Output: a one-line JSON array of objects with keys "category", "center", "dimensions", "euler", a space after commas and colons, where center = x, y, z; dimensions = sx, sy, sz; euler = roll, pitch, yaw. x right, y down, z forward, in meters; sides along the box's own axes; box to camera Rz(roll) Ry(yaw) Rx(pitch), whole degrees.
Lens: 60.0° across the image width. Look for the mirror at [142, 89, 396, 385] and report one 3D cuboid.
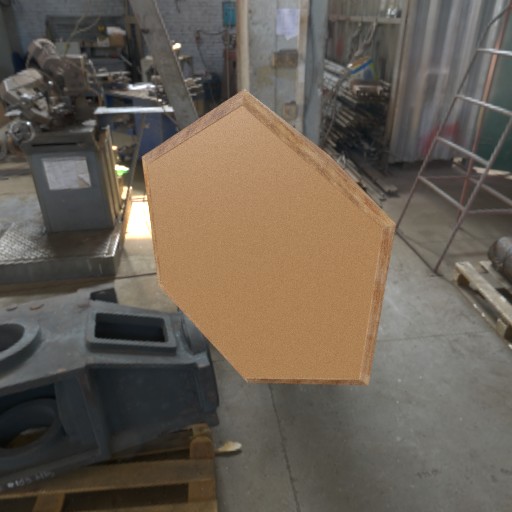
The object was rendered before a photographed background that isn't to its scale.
[{"category": "mirror", "center": [0.000, 0.000, 1.081], "dimensions": [0.675, 0.779, 0.091], "euler": [20, 35, 32]}]
